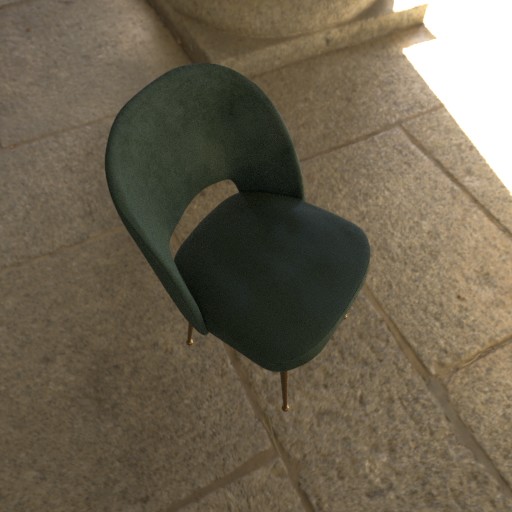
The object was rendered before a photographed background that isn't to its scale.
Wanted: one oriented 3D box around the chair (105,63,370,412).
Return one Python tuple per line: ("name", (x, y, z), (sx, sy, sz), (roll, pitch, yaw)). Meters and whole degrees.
("chair", (0.000, 0.000, 1.230), (0.577, 0.860, 0.527), (30, 62, 18))
